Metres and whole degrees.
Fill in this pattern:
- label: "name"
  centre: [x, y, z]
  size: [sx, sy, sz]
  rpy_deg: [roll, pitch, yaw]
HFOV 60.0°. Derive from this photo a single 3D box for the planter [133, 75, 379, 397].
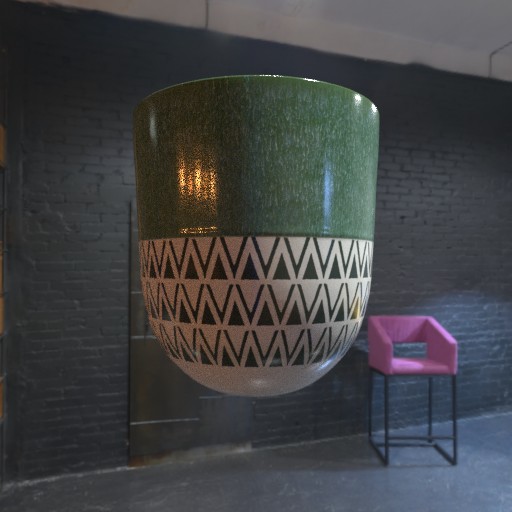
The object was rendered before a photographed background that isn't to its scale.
- label: "planter"
  centre: [0.000, 0.000, 0.361]
  size: [0.195, 0.214, 0.195]
  rpy_deg: [0, -1, 0]
